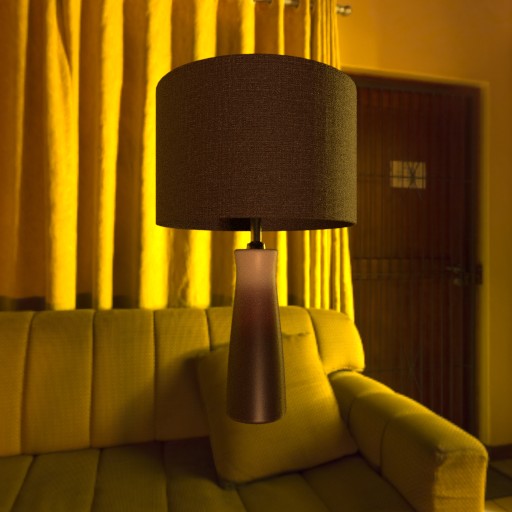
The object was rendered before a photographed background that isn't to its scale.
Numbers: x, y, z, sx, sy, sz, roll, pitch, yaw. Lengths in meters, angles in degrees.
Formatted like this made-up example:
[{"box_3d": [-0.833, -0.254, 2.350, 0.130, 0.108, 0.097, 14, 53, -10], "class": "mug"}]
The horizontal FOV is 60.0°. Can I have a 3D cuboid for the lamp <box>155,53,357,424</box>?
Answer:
[{"box_3d": [0.000, 0.000, 0.684, 0.303, 0.488, 0.303, 0, 0, 0], "class": "lamp"}]
